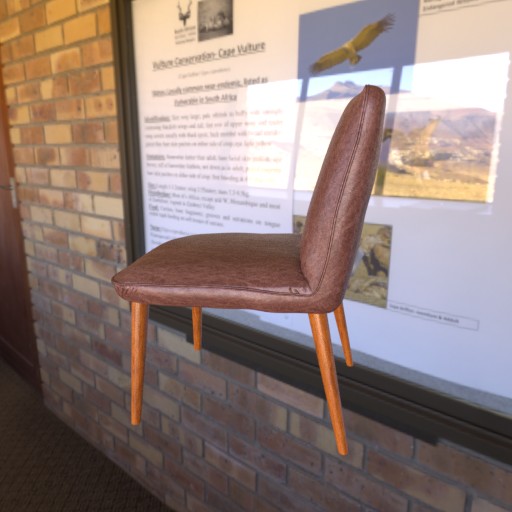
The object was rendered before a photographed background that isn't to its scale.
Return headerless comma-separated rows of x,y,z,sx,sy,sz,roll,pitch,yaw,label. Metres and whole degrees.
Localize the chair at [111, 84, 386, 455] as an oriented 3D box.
0.000,0.000,1.197,0.645,0.803,0.543,2,13,9,chair
